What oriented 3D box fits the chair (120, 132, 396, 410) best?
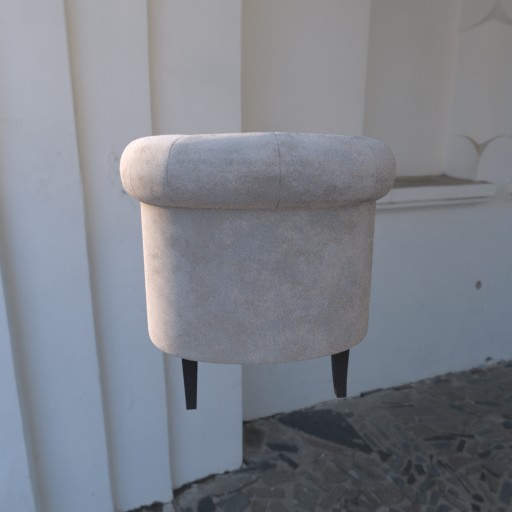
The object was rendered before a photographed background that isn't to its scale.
[{"bbox_3d":[0.000,0.000,1.576,0.904,0.826,0.851,-2,14,-8],"label":"chair"}]
